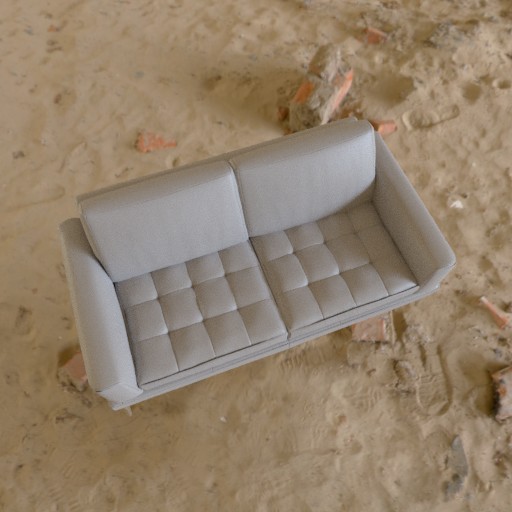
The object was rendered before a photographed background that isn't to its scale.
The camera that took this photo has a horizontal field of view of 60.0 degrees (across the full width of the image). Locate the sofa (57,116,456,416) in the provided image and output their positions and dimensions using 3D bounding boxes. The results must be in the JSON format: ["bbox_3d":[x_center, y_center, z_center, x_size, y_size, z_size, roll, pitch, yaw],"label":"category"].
[{"bbox_3d":[0.000,0.000,2.724,2.177,0.930,1.121,-18,65,-9],"label":"sofa"}]
